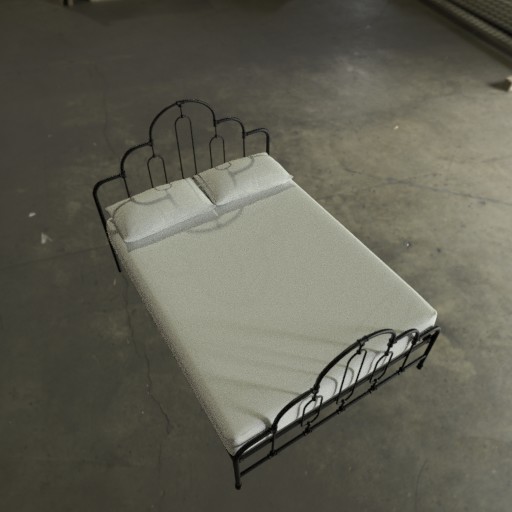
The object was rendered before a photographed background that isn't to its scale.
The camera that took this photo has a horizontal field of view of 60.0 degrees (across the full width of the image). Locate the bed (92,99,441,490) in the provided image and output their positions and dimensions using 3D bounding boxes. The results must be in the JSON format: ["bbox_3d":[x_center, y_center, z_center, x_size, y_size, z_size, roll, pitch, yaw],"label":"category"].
[{"bbox_3d":[0.000,0.000,3.187,1.626,1.444,2.181,-24,51,-21],"label":"bed"}]
